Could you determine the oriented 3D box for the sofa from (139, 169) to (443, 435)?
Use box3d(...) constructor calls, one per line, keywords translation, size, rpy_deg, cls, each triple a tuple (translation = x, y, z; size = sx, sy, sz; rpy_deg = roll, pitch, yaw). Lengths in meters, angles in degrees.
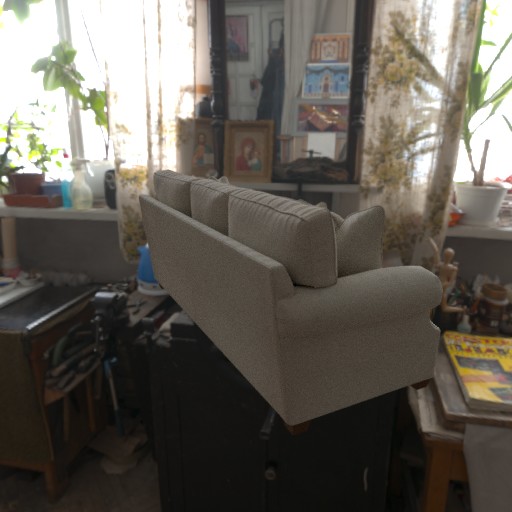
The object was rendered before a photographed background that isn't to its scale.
box3d(translation=(0.000, 0.000, 2.833), size=(0.965, 0.975, 2.312), rpy_deg=(-8, 18, -26), cls="sofa")
